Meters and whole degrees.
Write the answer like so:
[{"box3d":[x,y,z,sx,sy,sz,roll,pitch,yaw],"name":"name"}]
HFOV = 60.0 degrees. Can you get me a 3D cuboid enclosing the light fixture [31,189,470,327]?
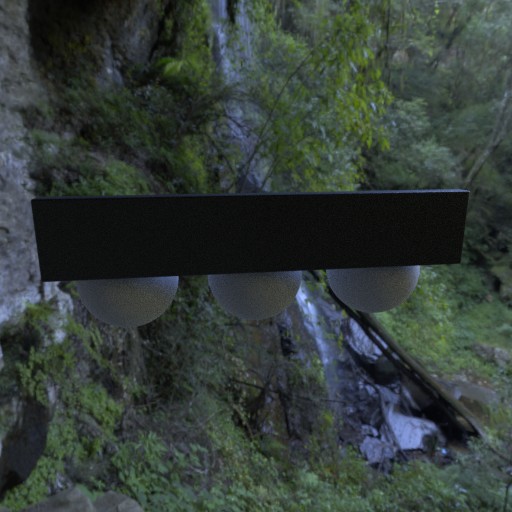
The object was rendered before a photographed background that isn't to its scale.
[{"box3d":[0.000,0.000,0.857,0.721,0.263,0.218,-2,15,-8],"name":"light fixture"}]
